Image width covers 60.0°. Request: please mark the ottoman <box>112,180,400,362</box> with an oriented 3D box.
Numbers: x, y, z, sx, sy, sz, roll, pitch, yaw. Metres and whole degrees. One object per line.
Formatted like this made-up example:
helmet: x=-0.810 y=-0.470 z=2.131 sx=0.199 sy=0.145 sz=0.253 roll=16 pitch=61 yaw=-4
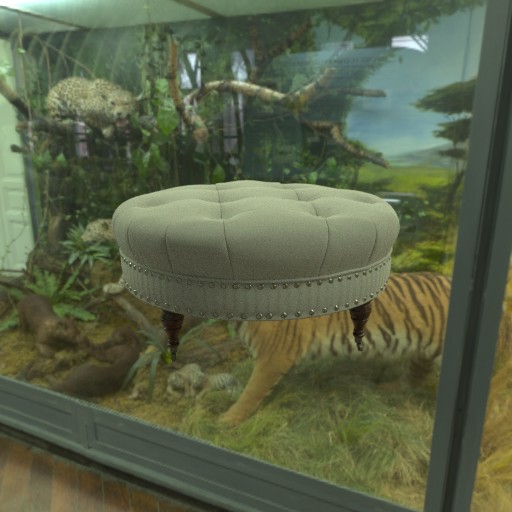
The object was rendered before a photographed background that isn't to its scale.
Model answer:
ottoman: x=0.000 y=0.000 z=1.462 sx=0.901 sy=0.439 sz=0.901 roll=0 pitch=16 yaw=0
